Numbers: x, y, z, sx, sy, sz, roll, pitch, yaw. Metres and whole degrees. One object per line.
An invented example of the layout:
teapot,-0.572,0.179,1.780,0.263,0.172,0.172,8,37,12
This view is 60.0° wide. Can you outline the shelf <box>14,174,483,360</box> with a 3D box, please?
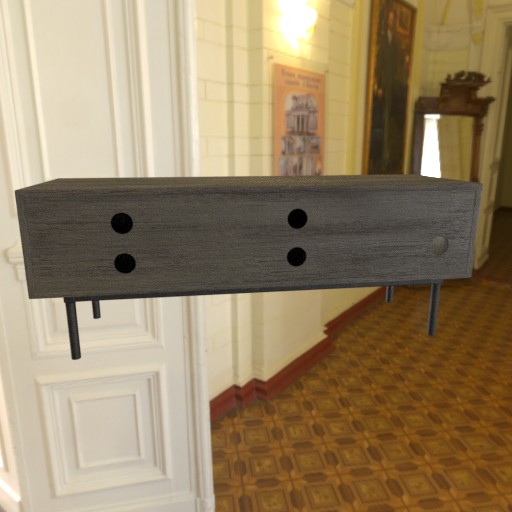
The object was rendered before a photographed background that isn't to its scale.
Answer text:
shelf,0.000,0.000,1.469,1.300,0.495,0.400,-2,14,-8
